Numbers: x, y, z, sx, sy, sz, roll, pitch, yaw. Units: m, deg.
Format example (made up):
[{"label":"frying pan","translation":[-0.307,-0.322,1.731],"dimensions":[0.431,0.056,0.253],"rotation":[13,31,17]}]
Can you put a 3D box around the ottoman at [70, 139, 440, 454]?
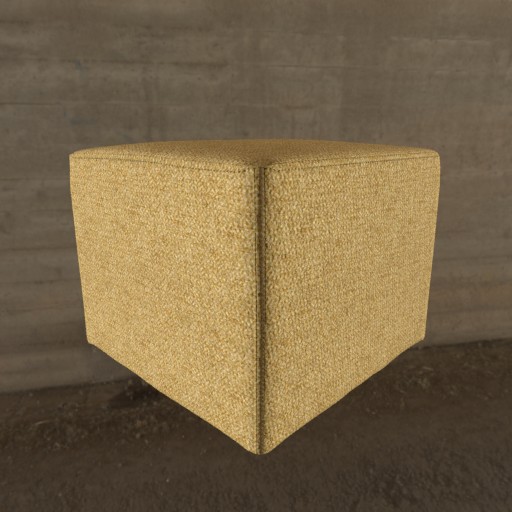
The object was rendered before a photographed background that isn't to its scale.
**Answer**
[{"label":"ottoman","translation":[0.000,0.000,0.870],"dimensions":[0.505,0.441,0.512],"rotation":[15,21,42]}]
